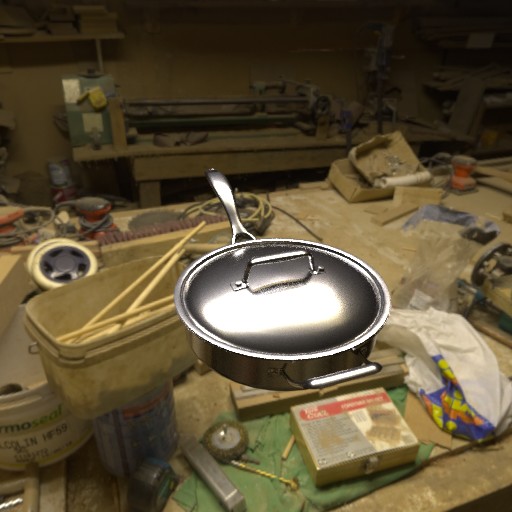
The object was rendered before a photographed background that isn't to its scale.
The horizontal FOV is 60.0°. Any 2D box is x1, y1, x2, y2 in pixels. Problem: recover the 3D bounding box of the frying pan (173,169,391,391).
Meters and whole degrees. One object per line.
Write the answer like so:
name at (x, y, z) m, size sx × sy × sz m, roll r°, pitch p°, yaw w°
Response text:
frying pan at (0.000, 0.000, 0.670) m, size 0.280 × 0.114 × 0.561 m, roll -10°, pitch 31°, yaw -17°
